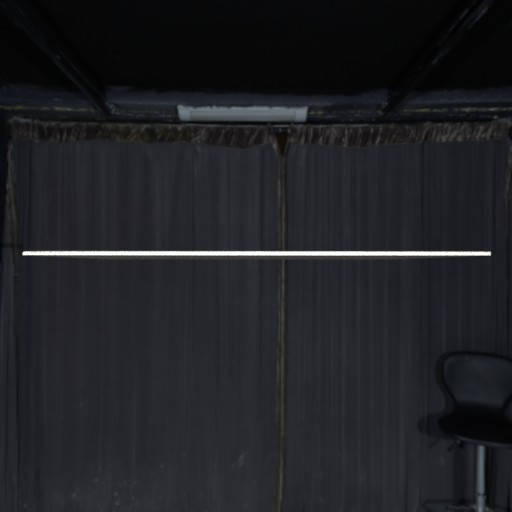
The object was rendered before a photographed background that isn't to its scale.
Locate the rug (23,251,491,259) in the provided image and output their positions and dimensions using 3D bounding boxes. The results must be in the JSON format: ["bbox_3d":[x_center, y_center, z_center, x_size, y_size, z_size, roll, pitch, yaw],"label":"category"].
[{"bbox_3d":[0.000,0.000,3.062,2.469,0.024,1.539,0,-1,-1],"label":"rug"}]
